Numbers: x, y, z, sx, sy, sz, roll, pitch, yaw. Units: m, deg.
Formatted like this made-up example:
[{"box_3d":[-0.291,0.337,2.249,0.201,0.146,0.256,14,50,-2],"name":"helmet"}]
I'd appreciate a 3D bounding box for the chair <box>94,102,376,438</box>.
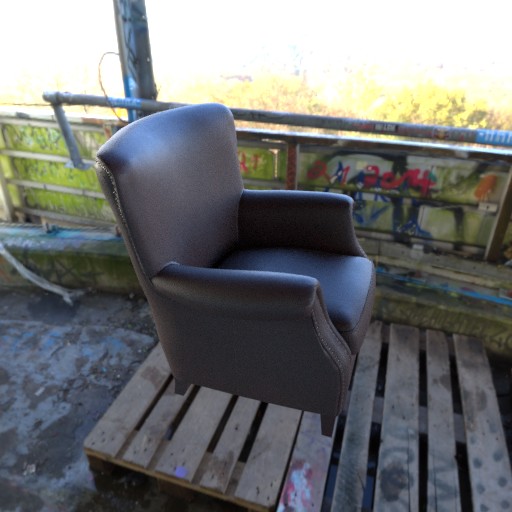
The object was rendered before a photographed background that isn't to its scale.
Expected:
[{"box_3d":[0.000,0.000,1.386,0.746,0.800,0.700,10,32,17],"name":"chair"}]
